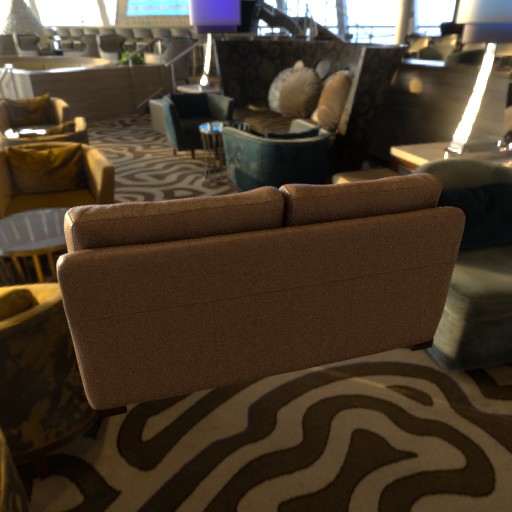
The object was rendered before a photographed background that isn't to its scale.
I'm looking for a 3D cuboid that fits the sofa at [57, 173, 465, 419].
[{"bbox_3d":[0.000,0.000,2.418,1.855,0.980,0.962,-8,28,-15],"label":"sofa"}]
